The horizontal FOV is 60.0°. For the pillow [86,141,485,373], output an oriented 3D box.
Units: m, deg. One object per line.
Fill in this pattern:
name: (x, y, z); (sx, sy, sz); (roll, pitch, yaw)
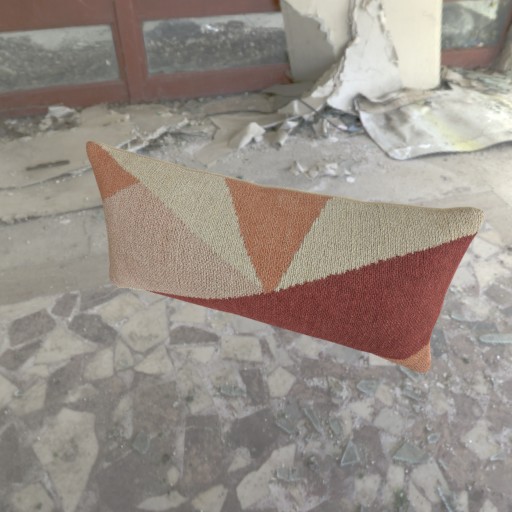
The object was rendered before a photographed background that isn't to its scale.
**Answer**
pillow: (0.000, 0.000, 0.719); (0.609, 0.292, 0.155); (13, 43, 15)
